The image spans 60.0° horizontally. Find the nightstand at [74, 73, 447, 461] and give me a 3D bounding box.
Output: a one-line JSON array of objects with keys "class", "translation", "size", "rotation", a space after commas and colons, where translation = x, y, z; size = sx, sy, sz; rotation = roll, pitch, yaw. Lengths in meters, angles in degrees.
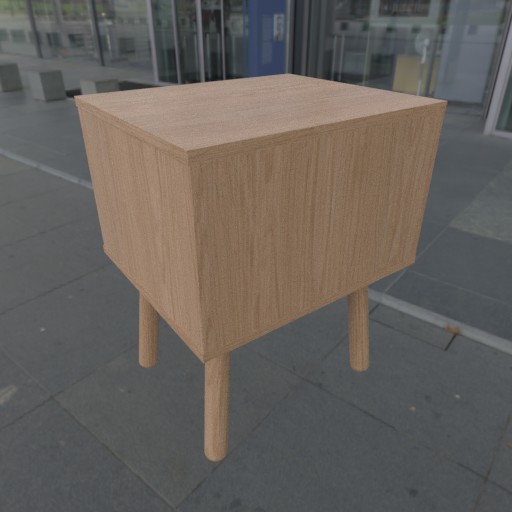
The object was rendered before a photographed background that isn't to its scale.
[{"class": "nightstand", "translation": [0.000, 0.000, 0.839], "size": [0.450, 0.571, 0.380], "rotation": [-20, 35, -31]}]
